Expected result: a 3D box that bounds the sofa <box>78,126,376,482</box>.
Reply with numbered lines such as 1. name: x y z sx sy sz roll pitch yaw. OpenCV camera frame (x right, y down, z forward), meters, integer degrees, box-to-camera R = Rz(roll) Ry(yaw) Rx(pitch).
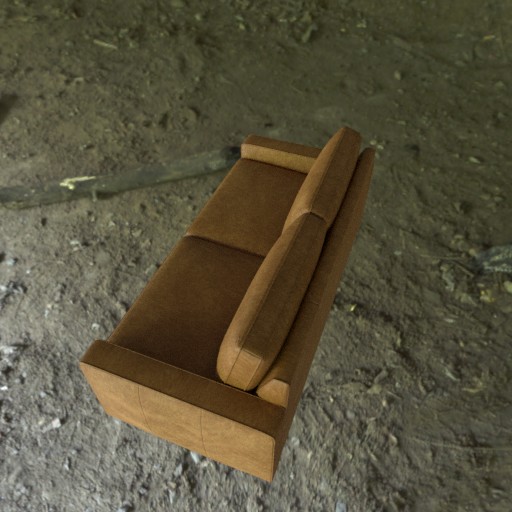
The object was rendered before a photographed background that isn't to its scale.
1. sofa: 0.000 0.000 2.683 0.991 0.928 2.156 16 48 15
